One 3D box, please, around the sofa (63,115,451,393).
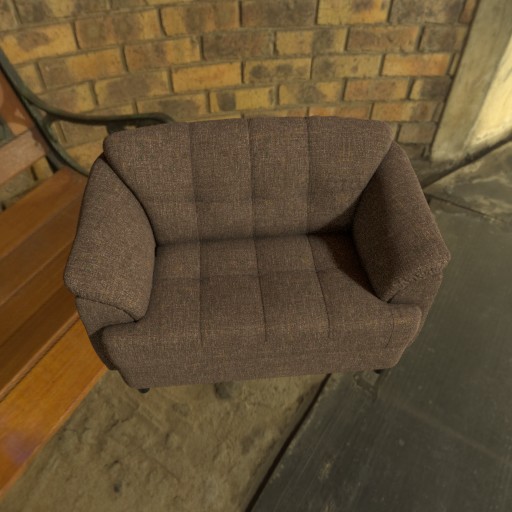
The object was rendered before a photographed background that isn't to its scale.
[{"bbox_3d":[0.000,0.000,1.907,1.404,0.895,0.799,-4,45,-4],"label":"sofa"}]
